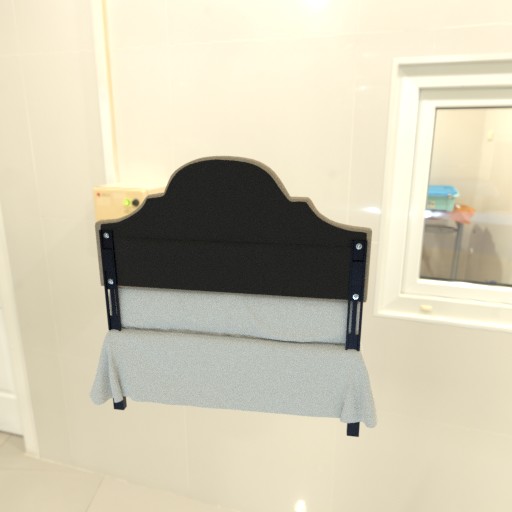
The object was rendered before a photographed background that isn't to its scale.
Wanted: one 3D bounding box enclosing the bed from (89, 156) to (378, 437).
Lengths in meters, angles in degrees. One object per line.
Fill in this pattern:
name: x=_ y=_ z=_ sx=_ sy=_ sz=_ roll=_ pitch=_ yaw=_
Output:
bed: x=0.000 y=0.000 z=3.488 sx=1.780 sy=1.634 sz=2.222 roll=3 pitch=16 yaw=10
